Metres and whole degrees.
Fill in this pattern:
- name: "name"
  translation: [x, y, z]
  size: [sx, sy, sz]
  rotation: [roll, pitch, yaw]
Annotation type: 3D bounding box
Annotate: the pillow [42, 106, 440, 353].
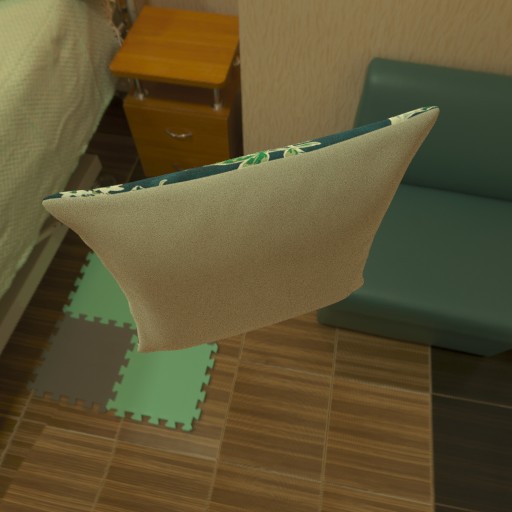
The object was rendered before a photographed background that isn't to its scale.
- name: "pillow"
  translation: [0.000, 0.000, 0.770]
  size: [0.525, 0.508, 0.166]
  rotation: [-16, 59, -10]
